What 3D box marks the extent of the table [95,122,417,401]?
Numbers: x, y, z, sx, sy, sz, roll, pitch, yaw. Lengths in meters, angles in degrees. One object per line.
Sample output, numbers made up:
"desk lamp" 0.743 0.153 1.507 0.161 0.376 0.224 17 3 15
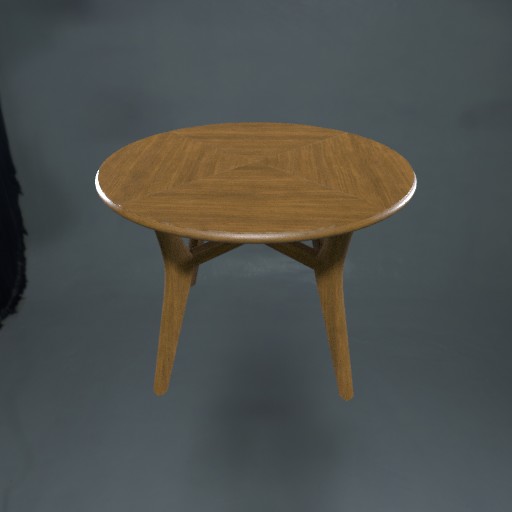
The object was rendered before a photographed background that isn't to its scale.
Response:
"table" 0.000 0.000 1.712 1.055 0.757 1.055 0 31 0
